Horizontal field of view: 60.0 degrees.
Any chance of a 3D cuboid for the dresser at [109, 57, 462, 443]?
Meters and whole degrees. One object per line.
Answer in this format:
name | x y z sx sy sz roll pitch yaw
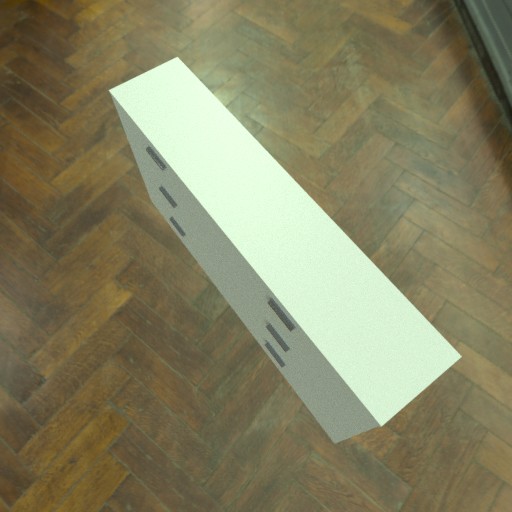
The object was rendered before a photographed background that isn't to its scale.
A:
dresser | 0.000 0.000 1.855 0.333 0.790 1.535 -34 68 -15
